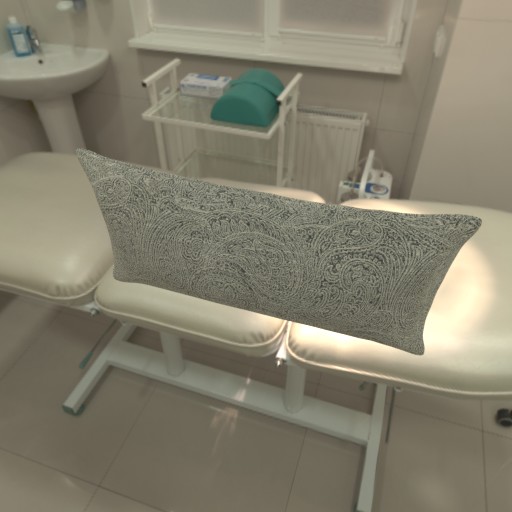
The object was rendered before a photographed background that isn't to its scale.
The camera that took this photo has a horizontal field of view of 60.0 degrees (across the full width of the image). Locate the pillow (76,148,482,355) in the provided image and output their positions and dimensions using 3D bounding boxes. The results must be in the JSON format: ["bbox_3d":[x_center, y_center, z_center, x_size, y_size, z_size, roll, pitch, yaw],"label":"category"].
[{"bbox_3d":[0.000,0.000,0.739,0.615,0.295,0.151,12,43,14],"label":"pillow"}]
